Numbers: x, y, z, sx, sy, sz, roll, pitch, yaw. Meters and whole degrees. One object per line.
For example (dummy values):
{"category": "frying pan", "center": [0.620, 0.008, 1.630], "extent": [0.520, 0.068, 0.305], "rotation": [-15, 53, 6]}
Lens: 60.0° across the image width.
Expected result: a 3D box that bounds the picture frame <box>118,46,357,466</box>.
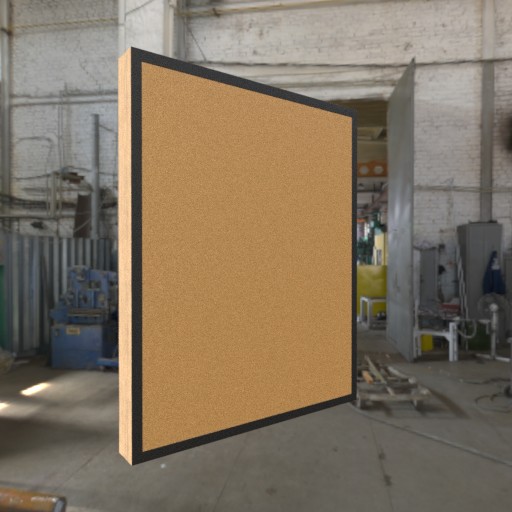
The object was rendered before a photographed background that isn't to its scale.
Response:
{"category": "picture frame", "center": [0.000, 0.000, 0.698], "extent": [0.421, 0.526, 0.046], "rotation": [0, 1, -36]}
